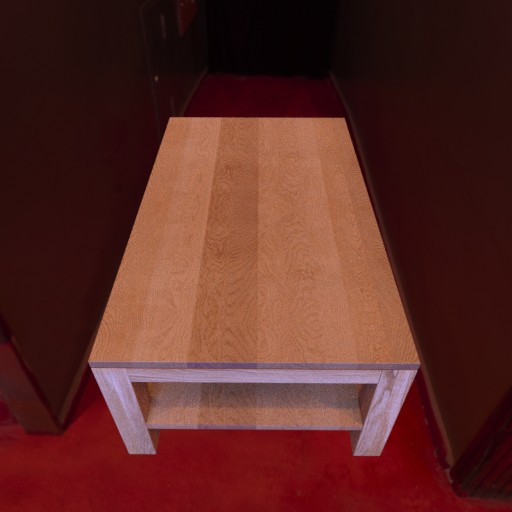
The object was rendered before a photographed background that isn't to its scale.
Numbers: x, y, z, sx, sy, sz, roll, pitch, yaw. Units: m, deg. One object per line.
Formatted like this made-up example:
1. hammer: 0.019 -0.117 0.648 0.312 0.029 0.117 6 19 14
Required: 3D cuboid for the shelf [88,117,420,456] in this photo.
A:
1. shelf: 0.000 0.000 1.507 0.700 0.450 1.150 0 43 0
